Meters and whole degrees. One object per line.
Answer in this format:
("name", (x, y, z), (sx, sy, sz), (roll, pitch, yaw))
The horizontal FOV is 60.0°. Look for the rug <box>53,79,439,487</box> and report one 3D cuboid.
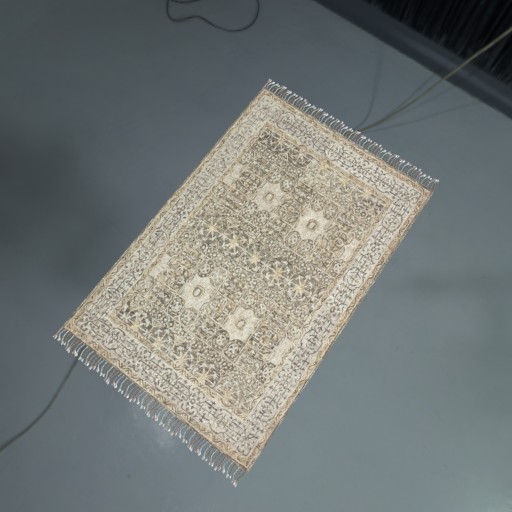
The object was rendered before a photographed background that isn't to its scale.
("rug", (0.000, 0.000, 2.496), (1.237, 0.010, 2.029), (35, 77, 9))
